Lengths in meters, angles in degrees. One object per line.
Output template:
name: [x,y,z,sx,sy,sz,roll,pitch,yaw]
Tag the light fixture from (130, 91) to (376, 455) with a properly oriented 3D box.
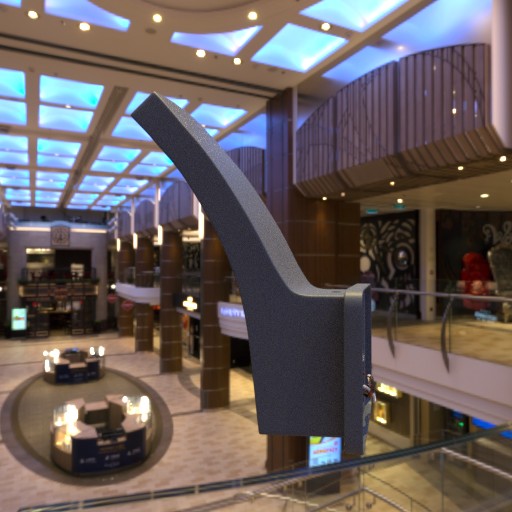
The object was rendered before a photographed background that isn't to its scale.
light fixture: [0.000,0.000,0.338,0.174,0.243,0.108,0,-1,17]
